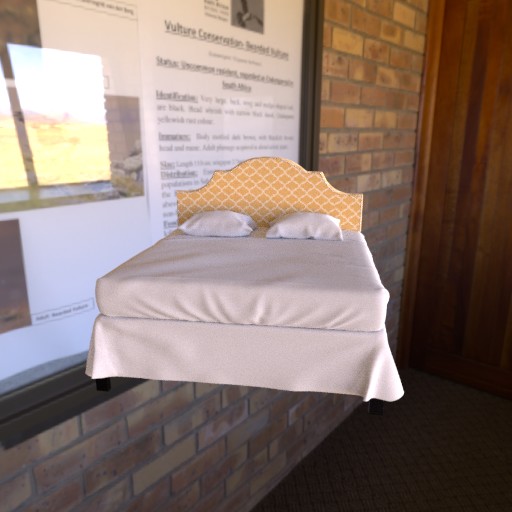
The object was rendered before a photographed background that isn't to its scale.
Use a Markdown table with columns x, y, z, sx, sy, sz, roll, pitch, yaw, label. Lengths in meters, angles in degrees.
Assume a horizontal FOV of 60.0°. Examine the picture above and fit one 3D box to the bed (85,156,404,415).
| x | y | z | sx | sy | sz | roll | pitch | yaw | label |
| --- | --- | --- | --- | --- | --- | --- | --- | --- | --- |
| 0.000 | 0.000 | 3.853 | 2.314 | 1.601 | 2.222 | 2 | 15 | 8 | bed |
